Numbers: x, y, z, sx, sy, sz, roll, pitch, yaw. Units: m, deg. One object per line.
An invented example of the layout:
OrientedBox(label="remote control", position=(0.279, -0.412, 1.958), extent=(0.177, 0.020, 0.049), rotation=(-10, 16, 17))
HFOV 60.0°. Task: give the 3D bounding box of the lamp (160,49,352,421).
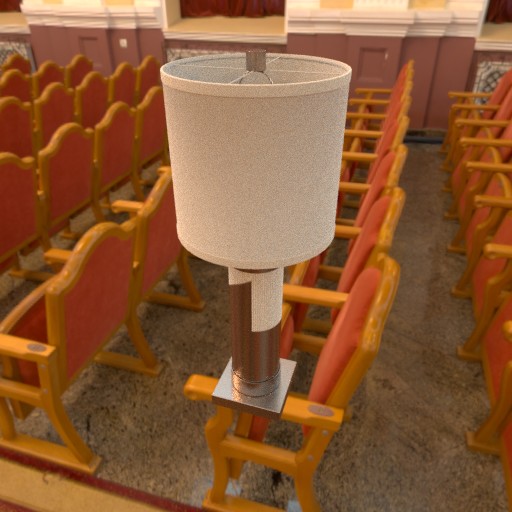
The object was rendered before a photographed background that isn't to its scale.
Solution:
OrientedBox(label="lamp", position=(0.000, 0.000, 0.601), extent=(0.202, 0.509, 0.202), rotation=(10, 33, 15))
